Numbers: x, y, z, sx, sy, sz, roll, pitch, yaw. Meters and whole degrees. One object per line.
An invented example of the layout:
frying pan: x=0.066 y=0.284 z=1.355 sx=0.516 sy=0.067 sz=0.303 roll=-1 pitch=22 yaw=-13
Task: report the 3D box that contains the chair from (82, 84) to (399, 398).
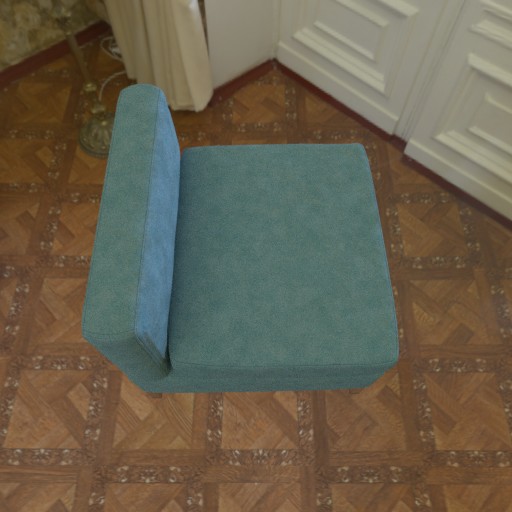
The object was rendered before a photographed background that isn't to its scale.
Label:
chair: x=0.000 y=0.000 z=1.242 sx=0.685 sy=0.660 sz=0.684 roll=-1 pitch=63 yaw=-1
